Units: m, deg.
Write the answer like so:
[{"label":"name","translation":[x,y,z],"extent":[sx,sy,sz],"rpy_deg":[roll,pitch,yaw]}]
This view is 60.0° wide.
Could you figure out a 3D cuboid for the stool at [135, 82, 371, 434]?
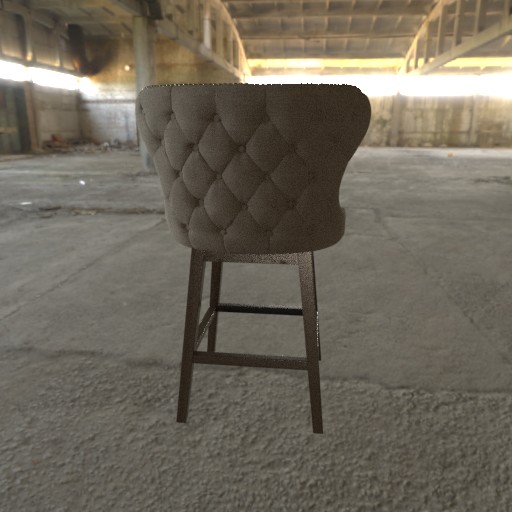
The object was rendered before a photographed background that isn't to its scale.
[{"label":"stool","translation":[0.000,0.000,1.388],"extent":[0.615,0.972,0.597],"rpy_deg":[2,16,7]}]
